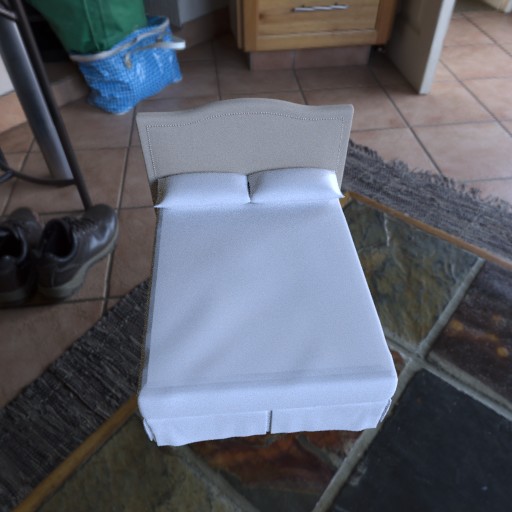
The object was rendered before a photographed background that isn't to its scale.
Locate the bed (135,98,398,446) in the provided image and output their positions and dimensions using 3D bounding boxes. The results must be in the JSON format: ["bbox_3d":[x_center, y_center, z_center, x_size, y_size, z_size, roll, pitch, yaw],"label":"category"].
[{"bbox_3d":[0.000,0.000,3.160,1.678,1.398,2.052,-3,46,-3],"label":"bed"}]
